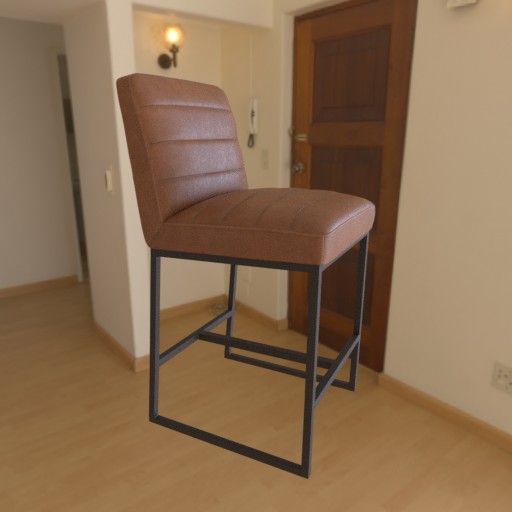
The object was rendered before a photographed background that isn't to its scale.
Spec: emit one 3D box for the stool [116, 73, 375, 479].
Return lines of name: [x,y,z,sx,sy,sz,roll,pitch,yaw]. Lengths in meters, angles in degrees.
stool: [0.000,0.000,1.235,0.556,0.940,0.458,8,17,26]
